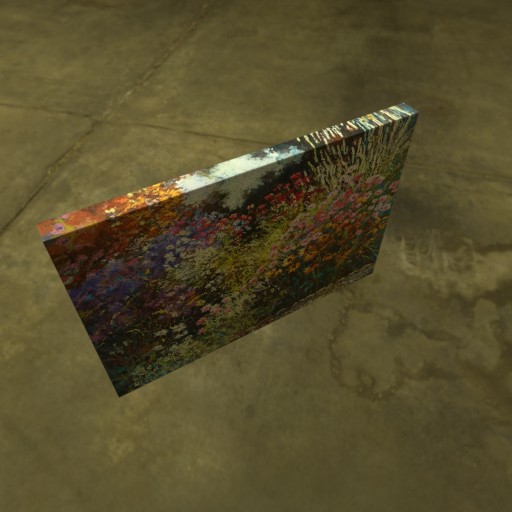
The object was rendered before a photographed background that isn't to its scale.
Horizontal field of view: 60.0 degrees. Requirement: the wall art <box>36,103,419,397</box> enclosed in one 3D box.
[{"bbox_3d":[0.000,0.000,0.792,0.610,0.406,0.037,-23,51,-20],"label":"wall art"}]
